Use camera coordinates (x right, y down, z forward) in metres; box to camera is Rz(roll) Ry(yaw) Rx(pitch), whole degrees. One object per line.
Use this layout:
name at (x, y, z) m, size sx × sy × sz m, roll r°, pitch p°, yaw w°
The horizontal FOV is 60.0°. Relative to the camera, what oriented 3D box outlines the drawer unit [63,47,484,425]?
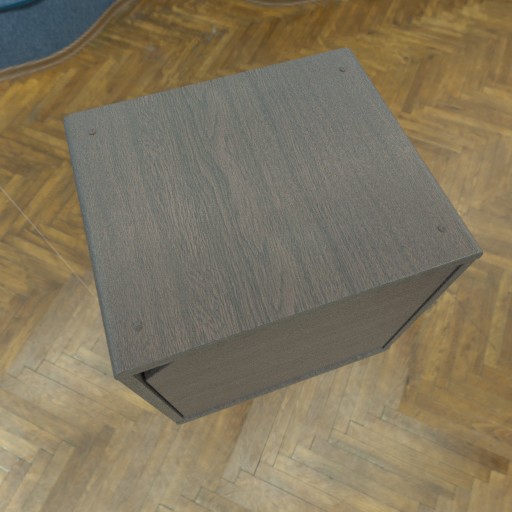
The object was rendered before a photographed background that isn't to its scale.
drawer unit at (0.000, 0.000, 0.589) m, size 0.344 × 0.344 × 0.290 m, roll -17°, pitch 64°, yaw -9°
